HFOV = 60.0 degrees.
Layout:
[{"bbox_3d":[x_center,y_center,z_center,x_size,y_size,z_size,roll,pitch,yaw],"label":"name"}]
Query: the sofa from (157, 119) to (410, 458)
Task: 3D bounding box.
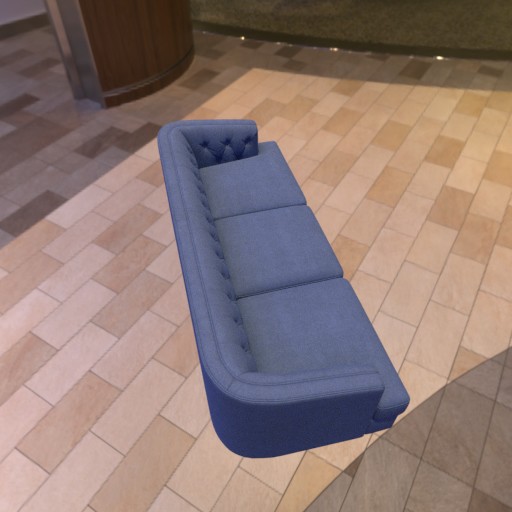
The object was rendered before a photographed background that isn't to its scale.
[{"bbox_3d":[0.000,0.000,2.727,0.914,0.787,2.235,-11,48,-10],"label":"sofa"}]
